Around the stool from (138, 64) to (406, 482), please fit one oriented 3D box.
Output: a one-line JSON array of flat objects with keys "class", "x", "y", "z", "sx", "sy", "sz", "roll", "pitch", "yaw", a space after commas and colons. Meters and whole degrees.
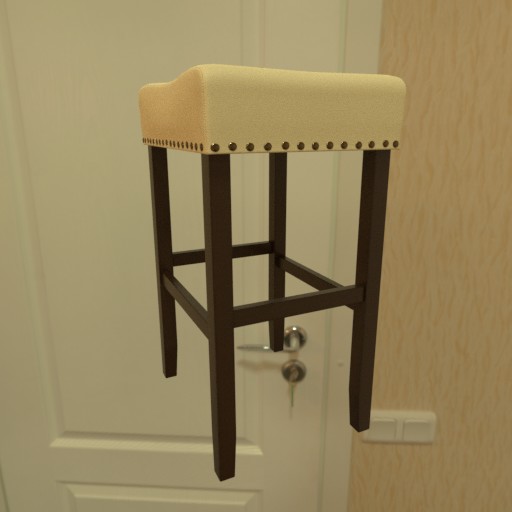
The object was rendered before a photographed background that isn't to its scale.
[{"class": "stool", "x": 0.000, "y": 0.000, "z": 1.028, "sx": 0.401, "sy": 0.762, "sz": 0.471, "roll": -8, "pitch": 18, "yaw": -25}]
